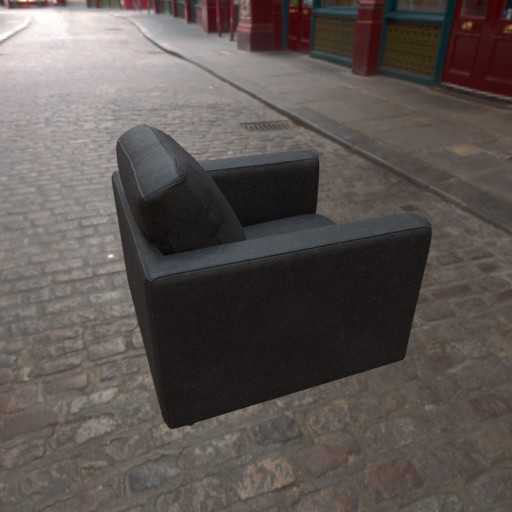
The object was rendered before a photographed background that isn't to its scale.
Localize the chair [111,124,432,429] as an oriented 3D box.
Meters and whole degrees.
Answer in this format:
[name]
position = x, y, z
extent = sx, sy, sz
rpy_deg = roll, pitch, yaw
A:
[chair]
position = 0.000, 0.000, 1.606
extent = 0.879, 0.898, 0.831
rpy_deg = -11, 32, -18
